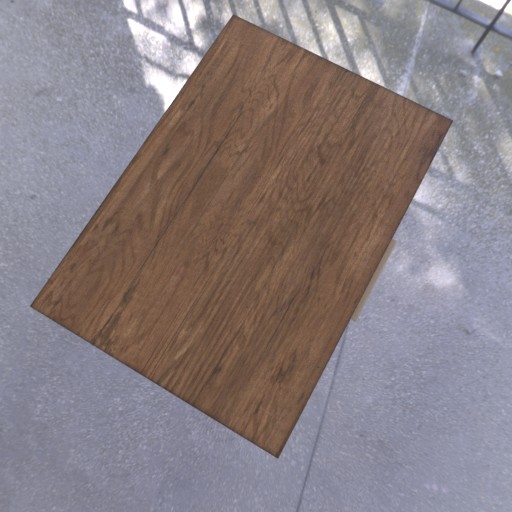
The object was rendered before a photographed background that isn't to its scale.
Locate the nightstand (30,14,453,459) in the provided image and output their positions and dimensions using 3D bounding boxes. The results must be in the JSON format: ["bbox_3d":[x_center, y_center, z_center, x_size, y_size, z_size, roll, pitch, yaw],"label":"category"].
[{"bbox_3d":[0.000,0.000,1.006,0.446,0.610,0.610,29,78,7],"label":"nightstand"}]
